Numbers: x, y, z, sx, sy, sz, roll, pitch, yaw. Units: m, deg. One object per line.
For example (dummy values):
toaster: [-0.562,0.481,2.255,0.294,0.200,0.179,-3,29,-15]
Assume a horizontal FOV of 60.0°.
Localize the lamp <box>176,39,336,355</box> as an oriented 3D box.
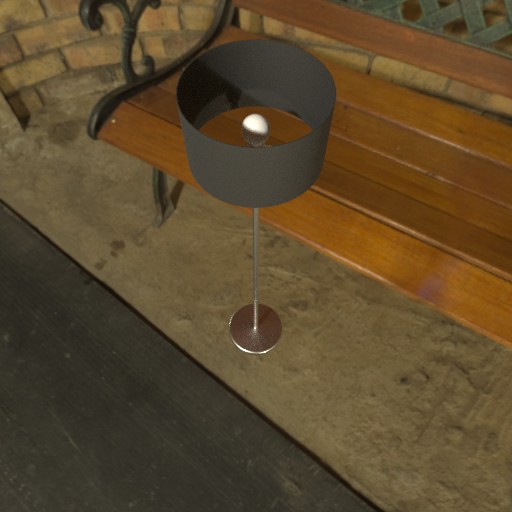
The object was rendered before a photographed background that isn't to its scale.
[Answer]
lamp: [0.000,0.000,1.586,0.348,1.443,0.348,0,60,0]
